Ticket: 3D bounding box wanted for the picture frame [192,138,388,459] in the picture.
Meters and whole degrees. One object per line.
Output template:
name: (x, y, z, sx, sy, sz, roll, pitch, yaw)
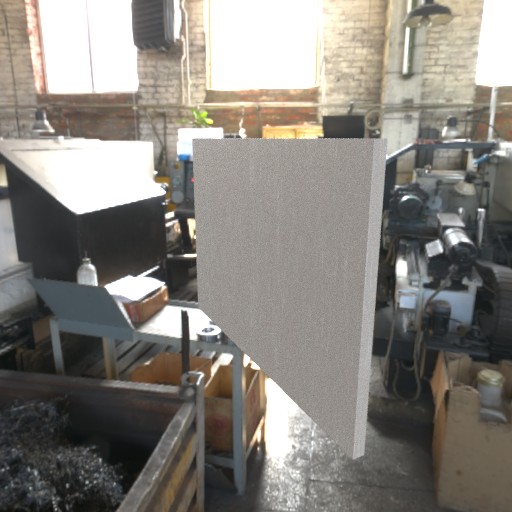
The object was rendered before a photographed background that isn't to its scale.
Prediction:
picture frame: (0.000, 0.000, 1.248, 0.029, 0.640, 0.950, -7, 17, -26)
